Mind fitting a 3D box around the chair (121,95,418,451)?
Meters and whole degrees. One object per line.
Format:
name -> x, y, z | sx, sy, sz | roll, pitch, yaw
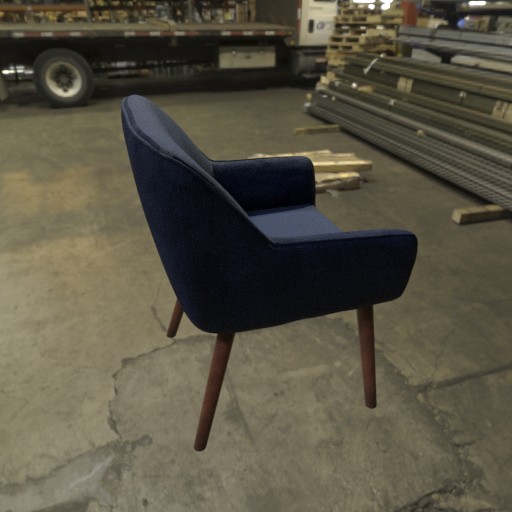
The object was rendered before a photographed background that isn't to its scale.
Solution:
chair -> 0.000, 0.000, 1.229 | 0.600, 0.820, 0.600 | -10, 32, -16
